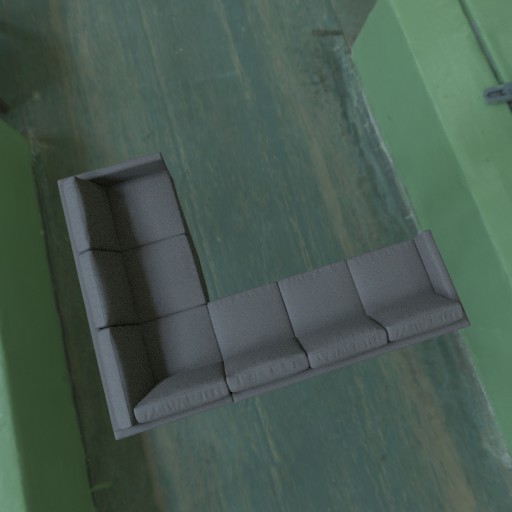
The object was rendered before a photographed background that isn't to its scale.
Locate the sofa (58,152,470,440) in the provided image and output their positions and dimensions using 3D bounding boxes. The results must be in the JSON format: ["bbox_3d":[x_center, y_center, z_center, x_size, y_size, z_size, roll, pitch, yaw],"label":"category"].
[{"bbox_3d":[0.000,0.000,4.254,3.182,0.871,2.432,-17,77,-4],"label":"sofa"}]
